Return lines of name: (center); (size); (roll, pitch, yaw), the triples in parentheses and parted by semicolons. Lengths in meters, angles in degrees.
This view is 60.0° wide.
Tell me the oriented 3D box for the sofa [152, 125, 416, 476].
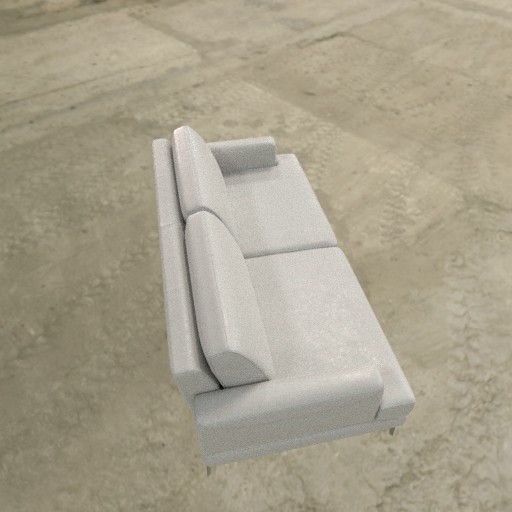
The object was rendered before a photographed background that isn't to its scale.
sofa: (0.000, 0.000, 2.413); (0.974, 0.765, 1.940); (-8, 46, -8)
